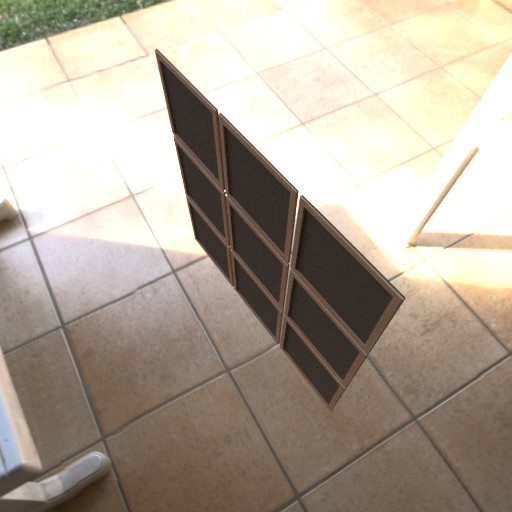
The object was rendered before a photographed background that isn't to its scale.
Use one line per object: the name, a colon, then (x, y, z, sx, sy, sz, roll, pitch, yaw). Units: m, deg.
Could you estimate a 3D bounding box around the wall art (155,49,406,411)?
wall art: (0.000, 0.000, 2.305, 0.013, 1.525, 1.520, -32, 64, -18)
